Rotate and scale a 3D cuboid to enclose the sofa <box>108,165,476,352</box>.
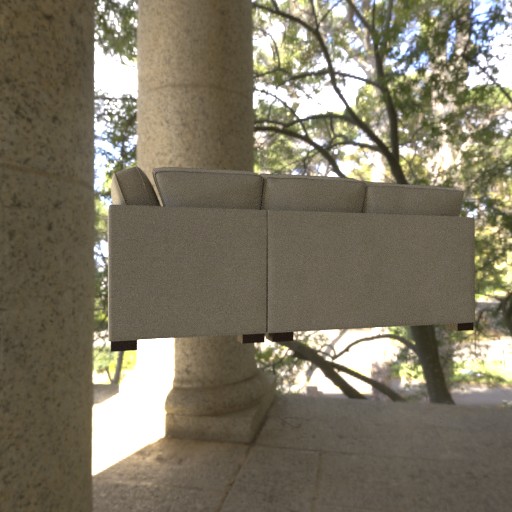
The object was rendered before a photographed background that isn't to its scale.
[{"bbox_3d":[0.000,0.000,3.470,2.188,0.936,2.211,0,0,-18],"label":"sofa"}]
